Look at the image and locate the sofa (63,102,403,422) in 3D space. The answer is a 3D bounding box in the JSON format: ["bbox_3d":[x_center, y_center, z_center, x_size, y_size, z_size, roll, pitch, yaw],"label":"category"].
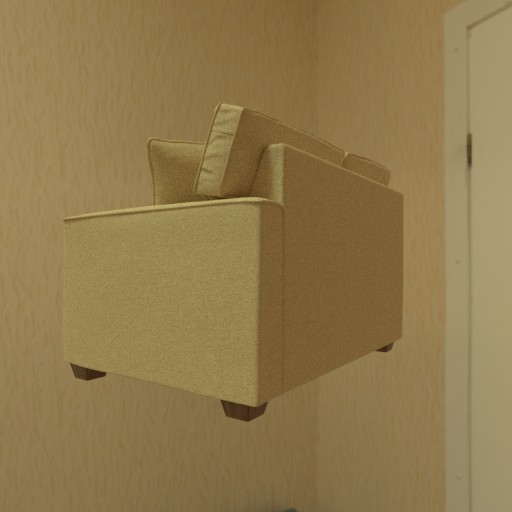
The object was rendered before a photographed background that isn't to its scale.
[{"bbox_3d":[0.000,0.000,2.077,0.991,0.989,1.388,-1,-1,35],"label":"sofa"}]
